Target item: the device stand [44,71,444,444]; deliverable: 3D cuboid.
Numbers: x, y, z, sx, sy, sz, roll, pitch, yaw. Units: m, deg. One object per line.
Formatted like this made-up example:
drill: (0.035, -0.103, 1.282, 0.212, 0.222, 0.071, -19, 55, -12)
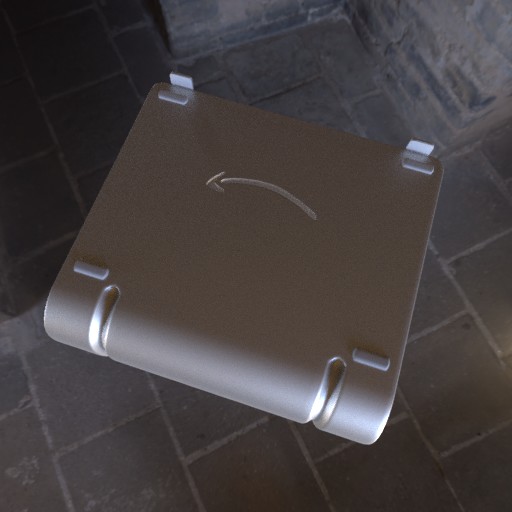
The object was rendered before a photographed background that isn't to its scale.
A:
device stand: (0.000, 0.000, 0.387, 0.256, 0.155, 0.236, 17, 75, 5)
